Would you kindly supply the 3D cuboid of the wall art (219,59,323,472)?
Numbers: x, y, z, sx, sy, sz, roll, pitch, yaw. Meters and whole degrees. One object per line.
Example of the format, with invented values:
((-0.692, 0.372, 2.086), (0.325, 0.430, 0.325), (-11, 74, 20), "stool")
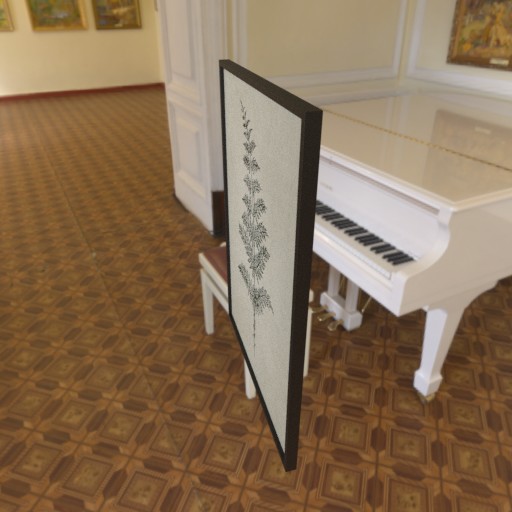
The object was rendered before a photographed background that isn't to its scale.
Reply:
((0.000, 0.000, 1.418), (0.036, 1.070, 0.802), (-8, 31, -13), "wall art")
